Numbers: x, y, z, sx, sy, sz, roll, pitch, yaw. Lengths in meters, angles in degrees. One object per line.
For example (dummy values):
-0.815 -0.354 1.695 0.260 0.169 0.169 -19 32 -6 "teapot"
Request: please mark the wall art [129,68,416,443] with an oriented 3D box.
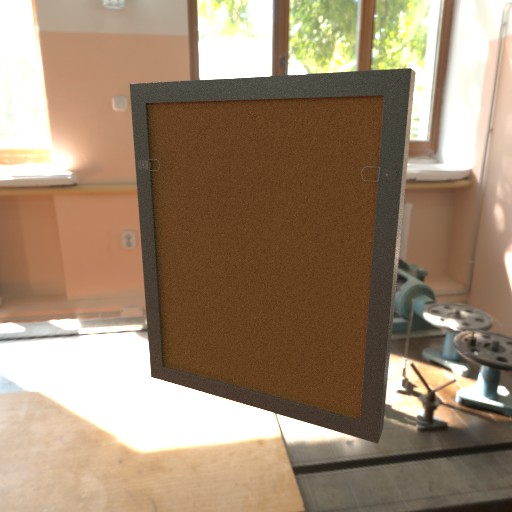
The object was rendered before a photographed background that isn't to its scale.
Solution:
0.000 0.000 0.506 0.308 0.379 0.030 8 18 25 "wall art"
